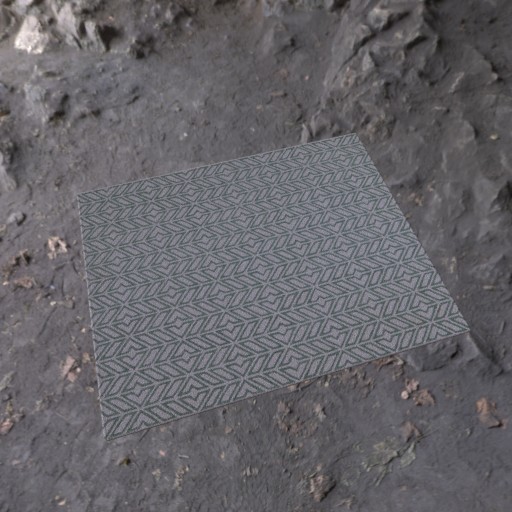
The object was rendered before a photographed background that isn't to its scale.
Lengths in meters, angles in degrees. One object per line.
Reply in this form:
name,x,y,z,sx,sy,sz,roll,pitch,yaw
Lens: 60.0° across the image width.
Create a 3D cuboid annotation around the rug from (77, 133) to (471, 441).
rug,0.000,0.000,4.096,3.050,0.017,2.441,-14,60,-9
